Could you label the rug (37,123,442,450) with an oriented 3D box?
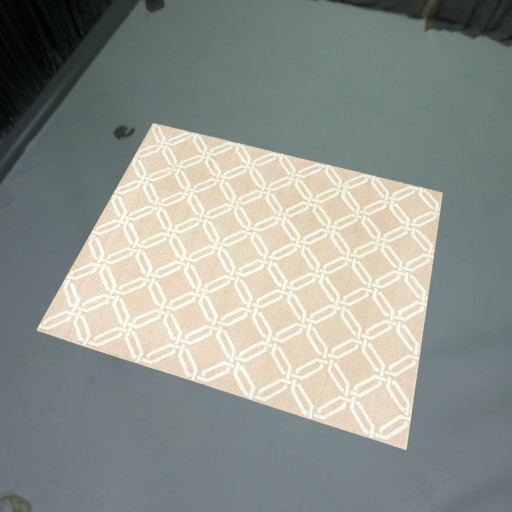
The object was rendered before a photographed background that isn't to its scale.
[{"bbox_3d":[0.000,0.000,3.783,2.895,0.018,2.288,15,63,8],"label":"rug"}]
